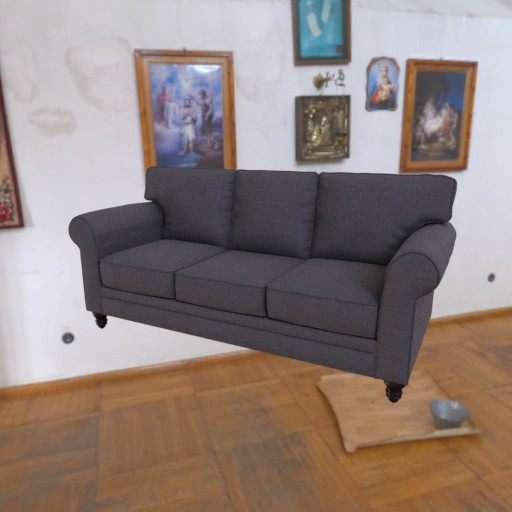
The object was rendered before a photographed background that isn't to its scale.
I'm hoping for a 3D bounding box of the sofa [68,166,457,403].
[{"bbox_3d":[0.000,0.000,2.583,2.084,0.966,0.909,7,16,26],"label":"sofa"}]
